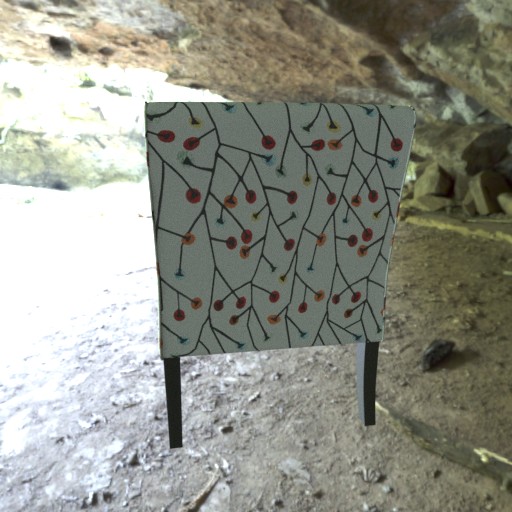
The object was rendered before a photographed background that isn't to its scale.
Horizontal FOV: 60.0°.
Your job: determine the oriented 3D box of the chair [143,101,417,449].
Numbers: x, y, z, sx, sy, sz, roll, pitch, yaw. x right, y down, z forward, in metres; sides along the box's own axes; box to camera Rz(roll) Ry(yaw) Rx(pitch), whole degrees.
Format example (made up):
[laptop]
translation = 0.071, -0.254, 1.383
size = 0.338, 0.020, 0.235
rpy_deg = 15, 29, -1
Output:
[chair]
translation = 0.000, 0.000, 1.332
size = 0.597, 0.813, 0.732
rpy_deg = -2, 14, -10
